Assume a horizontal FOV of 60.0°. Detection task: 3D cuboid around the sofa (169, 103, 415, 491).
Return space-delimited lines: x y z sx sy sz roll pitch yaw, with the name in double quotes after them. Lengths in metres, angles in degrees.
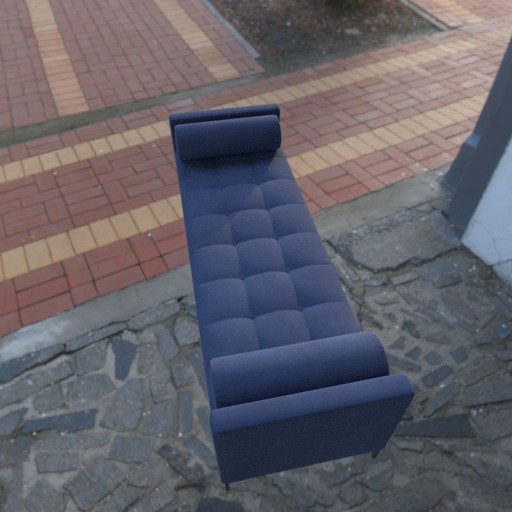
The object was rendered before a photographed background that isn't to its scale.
0.000 0.000 2.292 0.686 0.635 1.981 -8 48 -8 "sofa"
